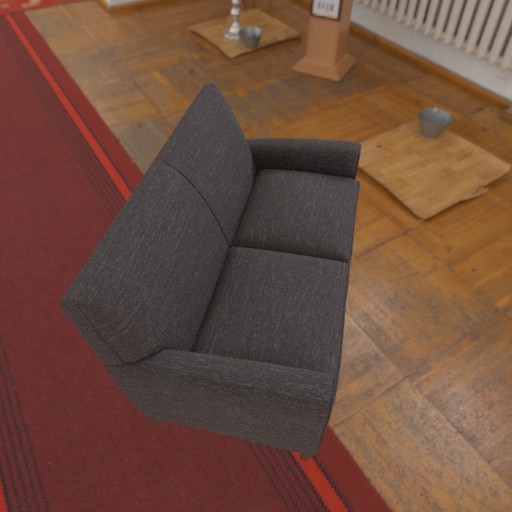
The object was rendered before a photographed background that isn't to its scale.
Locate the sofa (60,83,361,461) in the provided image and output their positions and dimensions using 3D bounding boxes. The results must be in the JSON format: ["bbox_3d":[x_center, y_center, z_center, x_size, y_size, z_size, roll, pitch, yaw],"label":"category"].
[{"bbox_3d":[0.000,0.000,2.026,0.867,0.905,1.509,9,47,9],"label":"sofa"}]
